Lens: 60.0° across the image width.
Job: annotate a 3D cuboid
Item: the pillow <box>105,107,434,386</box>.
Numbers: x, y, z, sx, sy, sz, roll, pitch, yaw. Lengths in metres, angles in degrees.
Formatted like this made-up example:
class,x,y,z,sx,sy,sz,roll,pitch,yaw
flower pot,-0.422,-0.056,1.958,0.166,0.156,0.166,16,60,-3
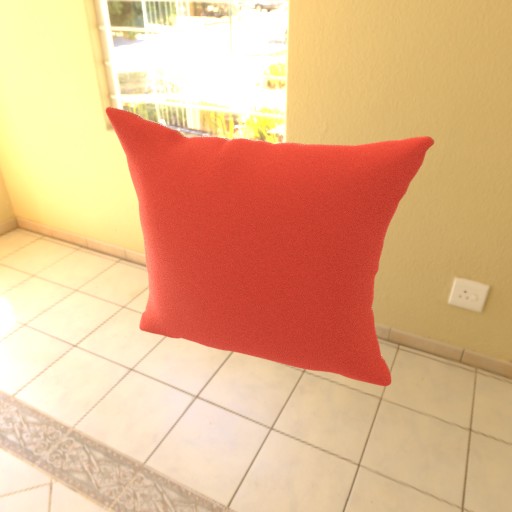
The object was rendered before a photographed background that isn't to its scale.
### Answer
class,x,y,z,sx,sy,sz,roll,pitch,yaw
pillow,0.000,0.000,0.820,0.559,0.501,0.229,9,33,15
